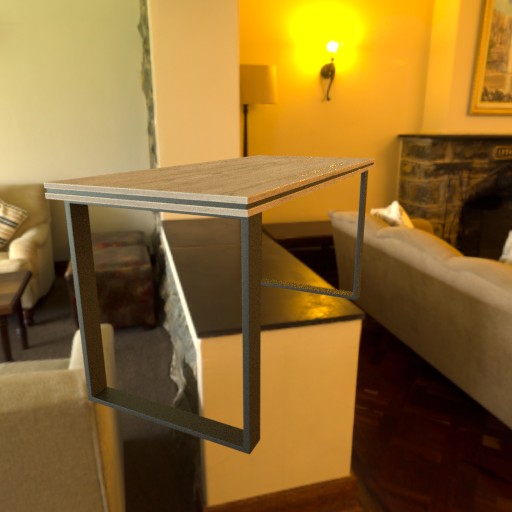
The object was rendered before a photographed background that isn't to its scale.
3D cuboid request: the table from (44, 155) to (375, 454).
[{"bbox_3d":[0.000,0.000,2.278,0.795,0.899,1.778,8,18,24],"label":"table"}]
